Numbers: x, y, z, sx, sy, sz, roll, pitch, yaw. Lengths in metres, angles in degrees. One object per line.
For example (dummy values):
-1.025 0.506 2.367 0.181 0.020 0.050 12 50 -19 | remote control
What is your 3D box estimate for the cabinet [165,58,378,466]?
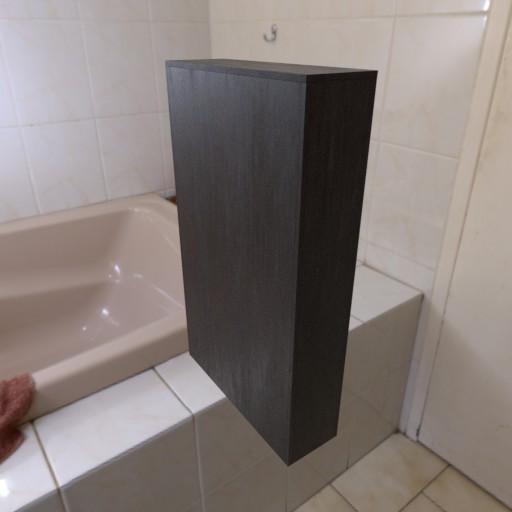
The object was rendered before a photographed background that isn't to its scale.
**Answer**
0.000 0.000 1.612 0.250 1.280 0.750 -17 31 -31 | cabinet
